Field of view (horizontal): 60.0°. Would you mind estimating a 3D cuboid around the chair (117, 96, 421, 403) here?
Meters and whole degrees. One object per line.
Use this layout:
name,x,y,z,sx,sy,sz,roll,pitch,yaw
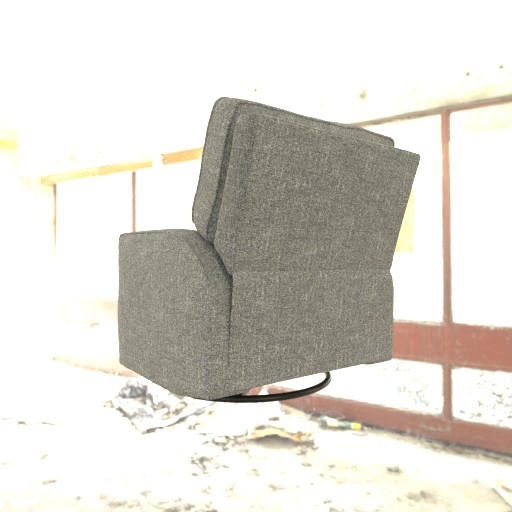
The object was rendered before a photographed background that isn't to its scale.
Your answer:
chair,0.000,0.000,1.717,0.861,0.962,0.964,0,-1,-37
